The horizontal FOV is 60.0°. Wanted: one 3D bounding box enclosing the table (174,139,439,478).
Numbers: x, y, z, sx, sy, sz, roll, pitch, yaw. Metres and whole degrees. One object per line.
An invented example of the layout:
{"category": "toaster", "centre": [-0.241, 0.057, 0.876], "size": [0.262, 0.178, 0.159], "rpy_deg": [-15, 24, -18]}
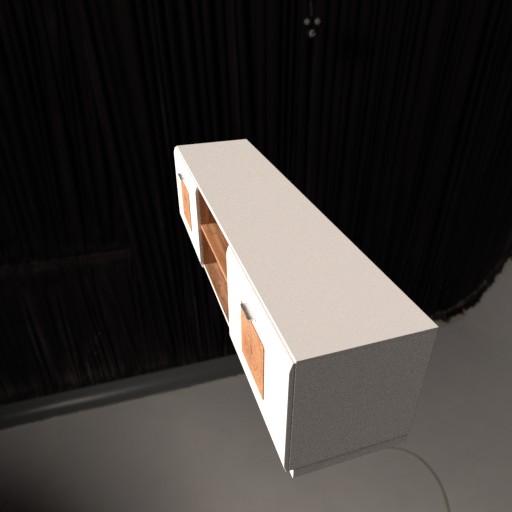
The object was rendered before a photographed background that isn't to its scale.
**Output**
{"category": "table", "centre": [0.000, 0.000, 1.732], "size": [0.400, 0.440, 1.550], "rpy_deg": [-10, 33, -15]}
